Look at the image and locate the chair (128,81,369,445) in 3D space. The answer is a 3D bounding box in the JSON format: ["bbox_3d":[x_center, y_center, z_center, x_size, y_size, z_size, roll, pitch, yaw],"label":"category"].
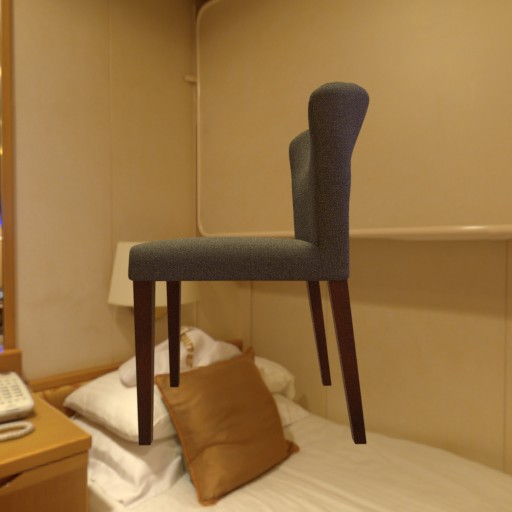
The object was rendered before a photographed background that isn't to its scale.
[{"bbox_3d":[0.000,0.000,1.204,0.589,0.839,0.491,0,1,-1],"label":"chair"}]
